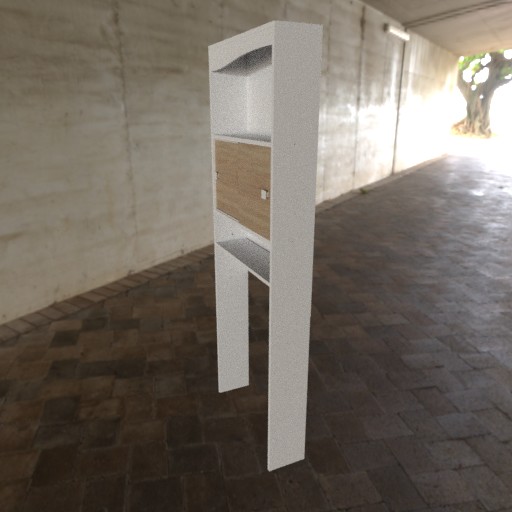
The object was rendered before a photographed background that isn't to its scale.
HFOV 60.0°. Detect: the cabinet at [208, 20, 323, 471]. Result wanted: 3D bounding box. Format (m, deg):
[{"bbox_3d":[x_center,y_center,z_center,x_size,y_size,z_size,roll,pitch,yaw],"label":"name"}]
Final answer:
[{"bbox_3d":[0.000,0.000,1.977,0.192,1.770,0.643,-8,20,-23],"label":"cabinet"}]
